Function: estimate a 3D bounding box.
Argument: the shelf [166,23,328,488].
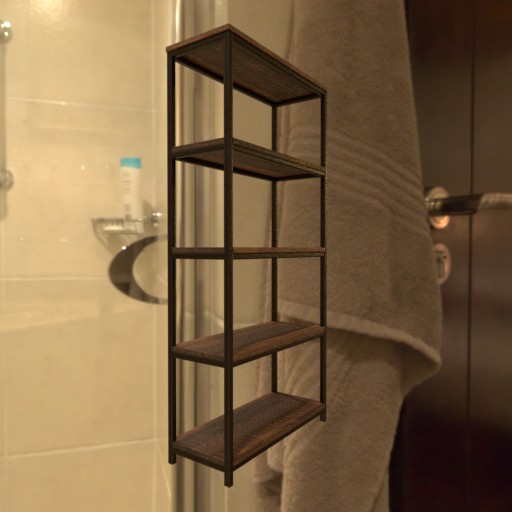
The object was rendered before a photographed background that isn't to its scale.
[{"bbox_3d":[0.000,0.000,2.231,0.359,1.860,0.874,1,1,36],"label":"shelf"}]
